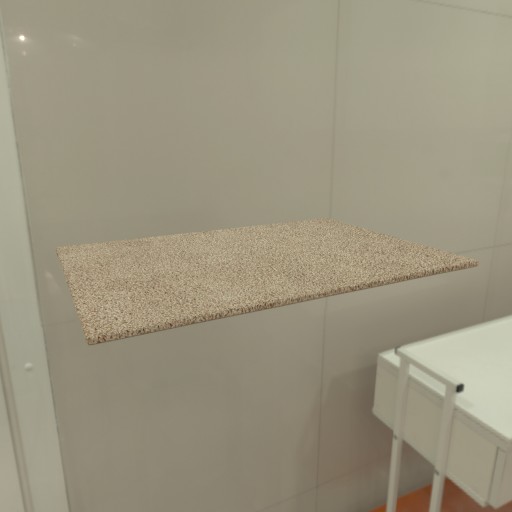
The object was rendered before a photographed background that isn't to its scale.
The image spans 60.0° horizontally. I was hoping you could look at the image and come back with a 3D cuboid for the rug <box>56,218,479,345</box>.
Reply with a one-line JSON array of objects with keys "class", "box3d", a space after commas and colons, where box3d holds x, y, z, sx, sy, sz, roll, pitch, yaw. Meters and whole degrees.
[{"class": "rug", "box3d": [0.000, 0.000, 2.240, 1.778, 0.030, 1.219, -8, 18, -26]}]
